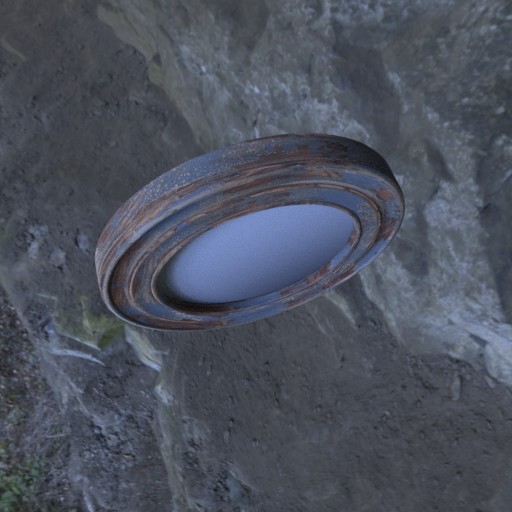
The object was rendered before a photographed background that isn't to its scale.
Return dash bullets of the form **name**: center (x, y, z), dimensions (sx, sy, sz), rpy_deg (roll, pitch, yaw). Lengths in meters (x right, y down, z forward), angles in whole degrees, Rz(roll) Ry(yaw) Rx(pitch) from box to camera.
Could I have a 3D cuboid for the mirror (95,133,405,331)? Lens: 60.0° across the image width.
- **mirror**: center (0.000, 0.000, 0.862), dimensions (0.585, 0.585, 0.061), rpy_deg (-15, 63, -8)
